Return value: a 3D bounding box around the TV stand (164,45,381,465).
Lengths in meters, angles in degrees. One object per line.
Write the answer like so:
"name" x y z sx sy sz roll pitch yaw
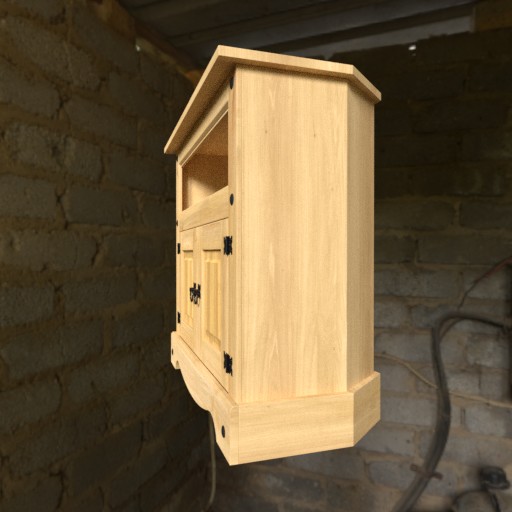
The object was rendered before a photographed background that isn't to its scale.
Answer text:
"TV stand" 0.000 0.000 1.286 0.425 0.781 0.851 0 0 -18
